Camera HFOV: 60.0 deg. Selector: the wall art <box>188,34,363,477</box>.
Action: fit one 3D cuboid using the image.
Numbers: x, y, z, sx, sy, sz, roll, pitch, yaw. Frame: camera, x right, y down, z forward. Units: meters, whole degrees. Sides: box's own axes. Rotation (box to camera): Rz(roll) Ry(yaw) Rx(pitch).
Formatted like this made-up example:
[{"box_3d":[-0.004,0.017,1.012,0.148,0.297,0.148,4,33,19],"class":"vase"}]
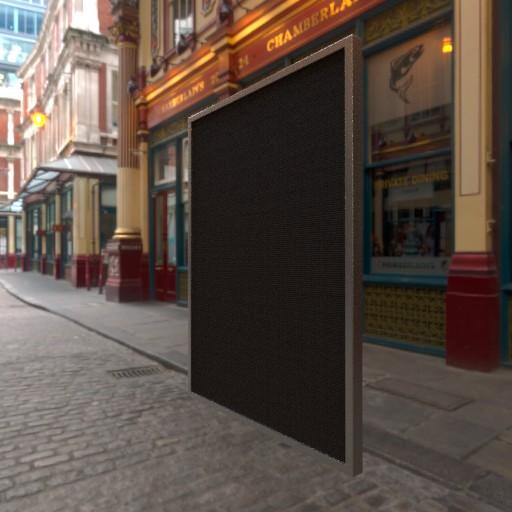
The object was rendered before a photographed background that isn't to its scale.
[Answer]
[{"box_3d":[0.000,0.000,1.388,0.037,1.062,0.801,0,-1,-38],"class":"wall art"}]
